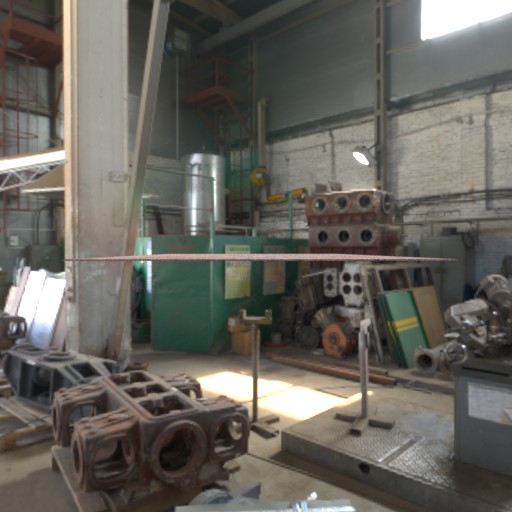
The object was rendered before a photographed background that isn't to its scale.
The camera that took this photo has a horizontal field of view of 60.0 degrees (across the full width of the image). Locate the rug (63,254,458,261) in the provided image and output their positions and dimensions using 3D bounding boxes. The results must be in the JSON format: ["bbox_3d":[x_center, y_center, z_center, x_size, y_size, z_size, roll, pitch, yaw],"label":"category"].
[{"bbox_3d":[0.000,0.000,2.276,1.219,0.005,1.829,0,1,-1],"label":"rug"}]
